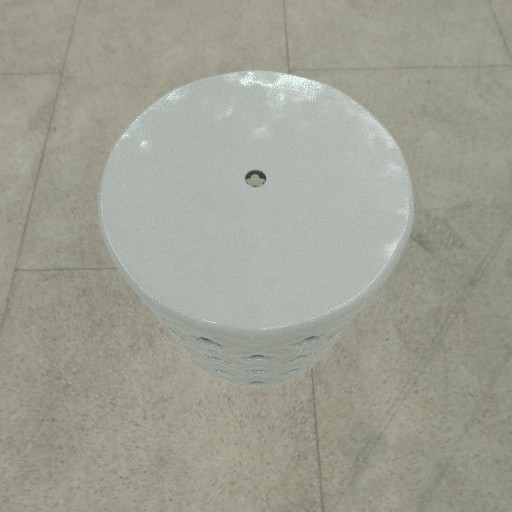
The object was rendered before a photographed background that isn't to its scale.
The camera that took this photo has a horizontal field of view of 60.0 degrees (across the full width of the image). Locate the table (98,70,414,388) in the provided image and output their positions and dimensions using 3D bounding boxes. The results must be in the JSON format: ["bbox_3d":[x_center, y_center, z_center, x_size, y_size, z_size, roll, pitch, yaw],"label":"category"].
[{"bbox_3d":[0.000,0.000,0.659,0.352,0.387,0.352,0,64,0],"label":"table"}]
